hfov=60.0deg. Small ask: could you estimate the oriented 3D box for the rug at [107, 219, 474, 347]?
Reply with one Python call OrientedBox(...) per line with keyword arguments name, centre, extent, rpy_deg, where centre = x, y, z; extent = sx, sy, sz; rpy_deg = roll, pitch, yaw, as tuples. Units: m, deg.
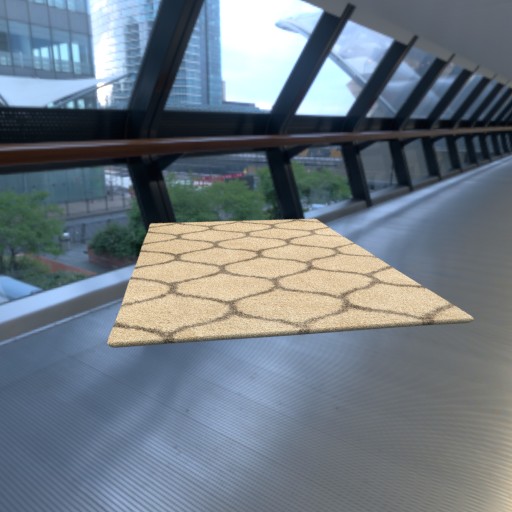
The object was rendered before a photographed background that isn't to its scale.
OrientedBox(name="rug", centre=(0.000, 0.000, 2.873), extent=(1.501, 0.024, 2.348), rpy_deg=(-2, 15, -9))
